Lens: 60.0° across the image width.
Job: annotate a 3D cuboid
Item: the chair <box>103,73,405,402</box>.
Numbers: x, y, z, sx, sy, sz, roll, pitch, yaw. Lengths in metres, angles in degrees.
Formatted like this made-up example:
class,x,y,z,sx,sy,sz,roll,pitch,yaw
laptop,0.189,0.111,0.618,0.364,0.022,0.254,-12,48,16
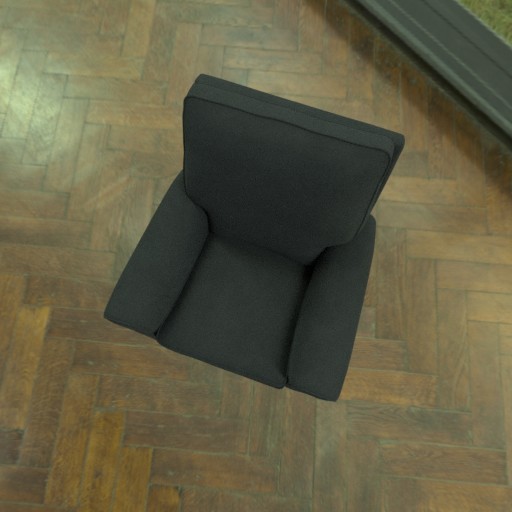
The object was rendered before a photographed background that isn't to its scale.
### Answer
class,x,y,z,sx,sy,sz,roll,pitch,yaw
chair,0.000,0.000,1.705,0.890,0.961,0.878,19,75,5
